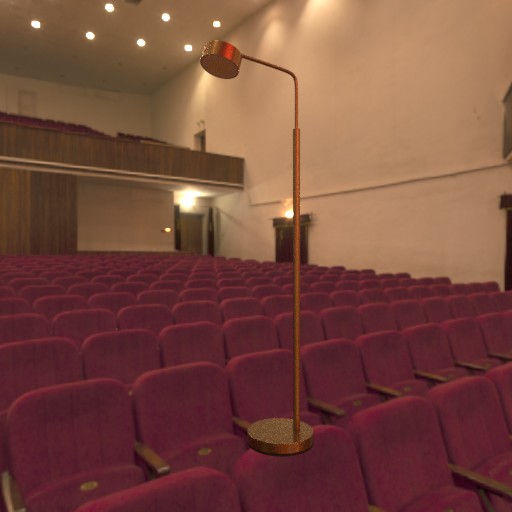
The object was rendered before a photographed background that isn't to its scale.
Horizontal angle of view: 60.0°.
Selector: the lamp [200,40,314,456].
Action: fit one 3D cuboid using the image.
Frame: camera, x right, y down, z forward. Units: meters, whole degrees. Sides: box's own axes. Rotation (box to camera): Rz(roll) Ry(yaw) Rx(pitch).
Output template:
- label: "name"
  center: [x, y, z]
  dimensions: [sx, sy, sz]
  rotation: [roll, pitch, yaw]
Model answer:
- label: "lamp"
  center: [0.000, 0.000, 1.411]
  dimensions: [0.418, 1.230, 0.219]
  rotation: [0, 0, -36]
